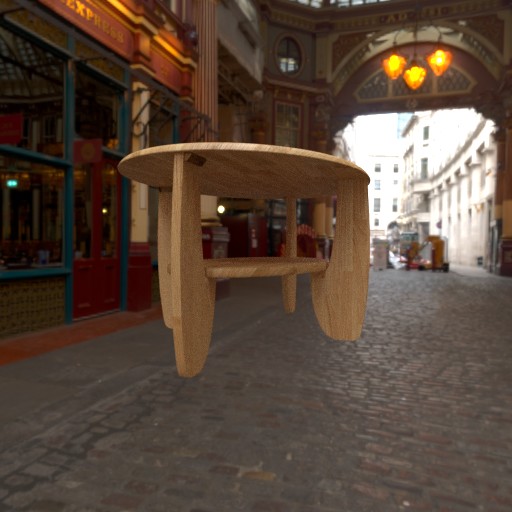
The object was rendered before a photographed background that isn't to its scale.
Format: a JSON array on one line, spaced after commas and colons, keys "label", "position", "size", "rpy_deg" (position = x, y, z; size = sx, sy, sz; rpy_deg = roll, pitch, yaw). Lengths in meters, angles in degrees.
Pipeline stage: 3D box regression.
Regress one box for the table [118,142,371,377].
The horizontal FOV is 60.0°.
[{"label": "table", "position": [0.000, 0.000, 1.385], "size": [0.690, 0.490, 1.040], "rpy_deg": [1, 2, 18]}]
